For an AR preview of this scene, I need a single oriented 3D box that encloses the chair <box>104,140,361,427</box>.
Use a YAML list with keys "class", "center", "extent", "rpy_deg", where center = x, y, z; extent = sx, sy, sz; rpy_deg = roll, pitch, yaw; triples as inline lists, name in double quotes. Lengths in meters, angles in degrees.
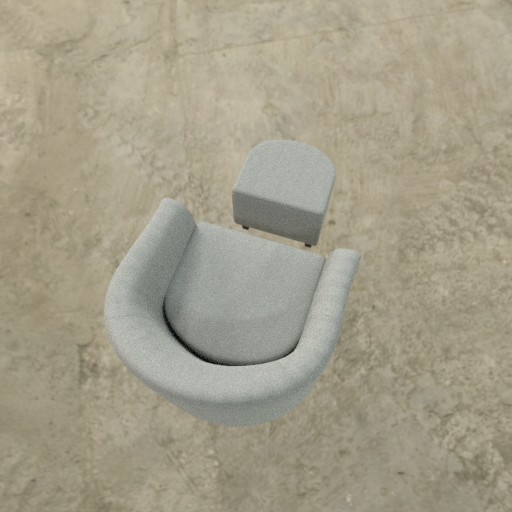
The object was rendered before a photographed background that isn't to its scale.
- class: "chair"
  center: [0.000, 0.000, 1.746]
  extent: [0.756, 0.757, 1.288]
  rpy_deg: [16, 63, 9]
